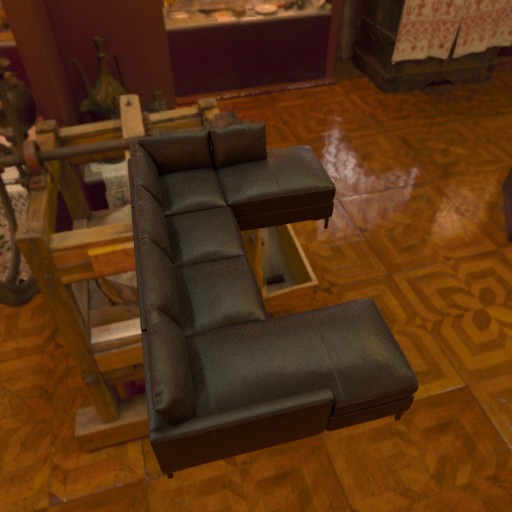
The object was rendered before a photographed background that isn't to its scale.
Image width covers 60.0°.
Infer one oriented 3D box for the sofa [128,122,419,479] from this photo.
[{"bbox_3d":[0.000,0.000,3.732,1.939,0.900,2.956,-10,46,-10],"label":"sofa"}]
